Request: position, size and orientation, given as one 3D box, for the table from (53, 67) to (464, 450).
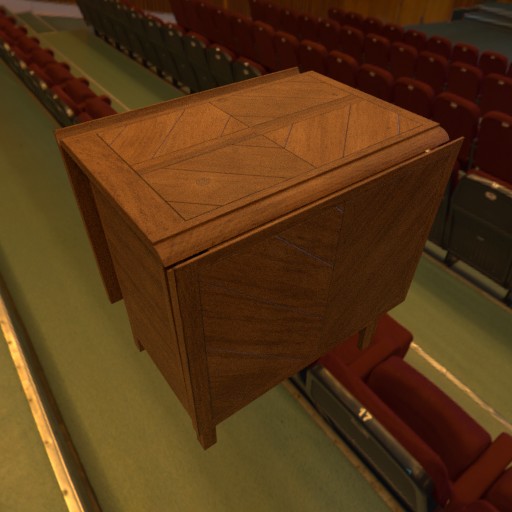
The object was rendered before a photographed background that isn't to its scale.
[{"bbox_3d":[0.000,0.000,1.270,0.746,0.763,0.591,-26,47,-26],"label":"table"}]
